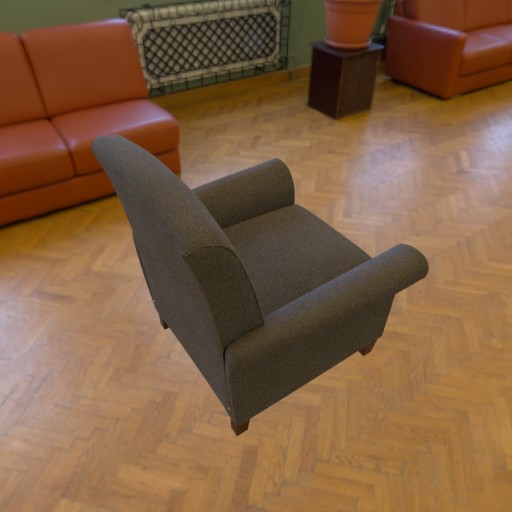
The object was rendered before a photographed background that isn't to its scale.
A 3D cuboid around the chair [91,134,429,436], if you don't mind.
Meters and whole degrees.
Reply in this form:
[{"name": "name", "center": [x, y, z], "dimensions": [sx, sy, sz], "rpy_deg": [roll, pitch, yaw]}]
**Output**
[{"name": "chair", "center": [0.000, 0.000, 1.785], "dimensions": [0.905, 1.061, 0.978], "rpy_deg": [-24, 45, -26]}]
